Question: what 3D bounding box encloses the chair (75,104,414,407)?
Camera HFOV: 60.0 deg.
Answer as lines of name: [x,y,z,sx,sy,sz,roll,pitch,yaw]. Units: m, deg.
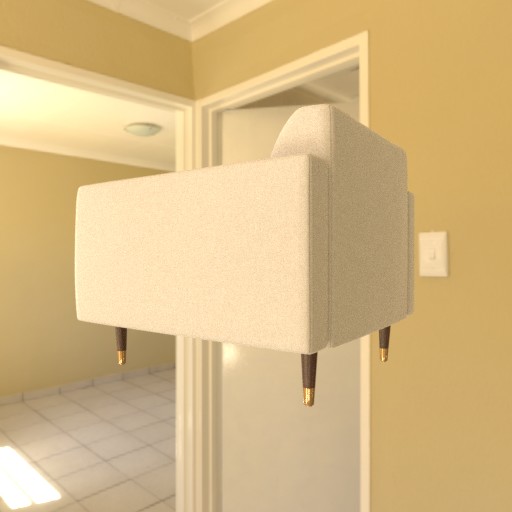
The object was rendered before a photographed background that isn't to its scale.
chair: [0.000,0.000,1.694,0.998,0.819,0.953,0,1,35]
